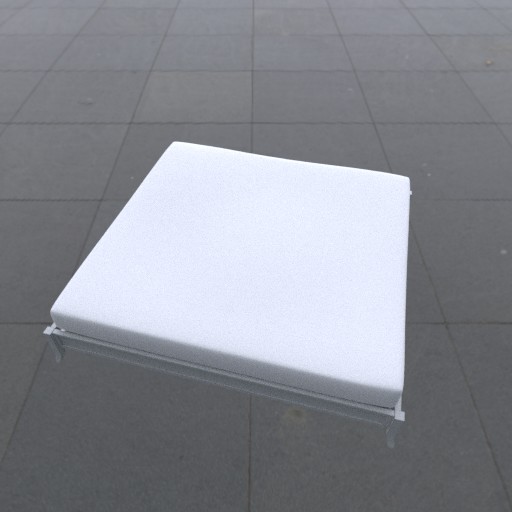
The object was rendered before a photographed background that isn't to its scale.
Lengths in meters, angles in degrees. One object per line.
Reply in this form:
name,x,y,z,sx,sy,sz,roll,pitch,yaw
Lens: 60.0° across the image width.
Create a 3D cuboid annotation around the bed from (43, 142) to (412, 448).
bed,0.000,0.000,3.132,2.108,0.510,2.007,11,46,10
